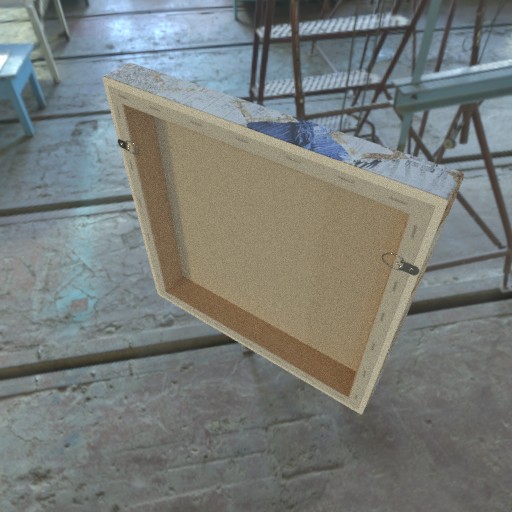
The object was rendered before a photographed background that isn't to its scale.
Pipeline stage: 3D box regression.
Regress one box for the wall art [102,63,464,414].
[{"bbox_3d":[0.000,0.000,0.445,0.303,0.304,0.036,26,52,23],"label":"wall art"}]
